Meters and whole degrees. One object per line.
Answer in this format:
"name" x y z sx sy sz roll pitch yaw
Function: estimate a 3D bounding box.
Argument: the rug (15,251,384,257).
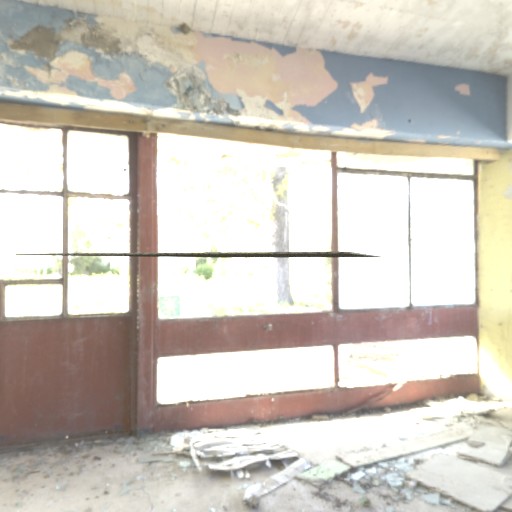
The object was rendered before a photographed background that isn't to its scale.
"rug" 0.000 0.000 2.962 1.526 0.008 2.441 0 -1 19
